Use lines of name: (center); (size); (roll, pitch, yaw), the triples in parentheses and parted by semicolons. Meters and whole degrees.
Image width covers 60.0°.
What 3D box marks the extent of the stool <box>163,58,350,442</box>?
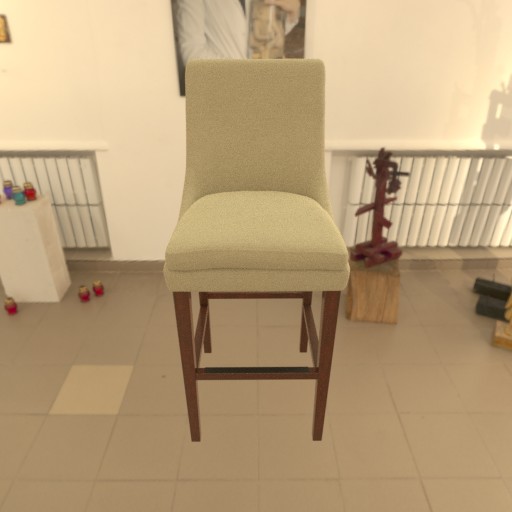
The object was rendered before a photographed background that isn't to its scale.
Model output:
stool: (0.000, 0.000, 1.377); (0.470, 1.078, 0.577); (0, 30, 0)
